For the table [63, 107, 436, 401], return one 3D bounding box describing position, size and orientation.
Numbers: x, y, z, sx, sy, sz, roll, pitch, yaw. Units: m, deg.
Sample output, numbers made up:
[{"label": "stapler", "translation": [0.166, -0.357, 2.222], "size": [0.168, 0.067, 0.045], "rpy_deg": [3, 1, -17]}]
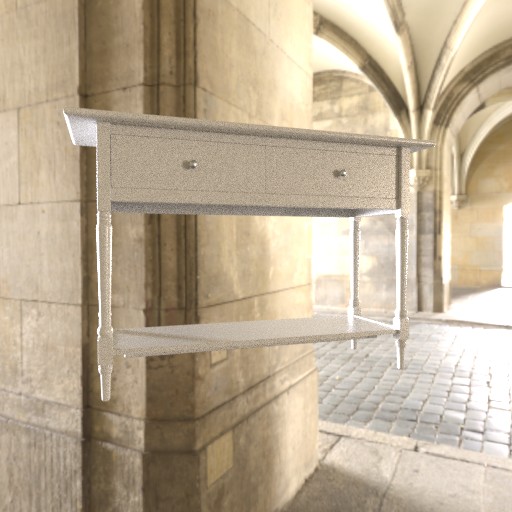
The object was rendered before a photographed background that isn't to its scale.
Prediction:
[{"label": "table", "translation": [0.000, 0.000, 1.545], "size": [1.197, 0.808, 0.384], "rpy_deg": [-1, 2, -19]}]
